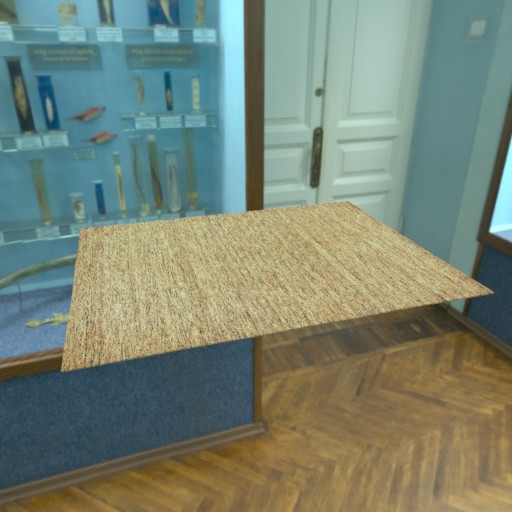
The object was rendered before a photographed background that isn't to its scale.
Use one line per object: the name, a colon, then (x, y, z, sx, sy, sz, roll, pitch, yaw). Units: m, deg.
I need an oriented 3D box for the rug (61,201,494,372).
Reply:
rug: (0.000, 0.000, 4.134, 3.200, 0.012, 2.438, -7, 26, -16)
